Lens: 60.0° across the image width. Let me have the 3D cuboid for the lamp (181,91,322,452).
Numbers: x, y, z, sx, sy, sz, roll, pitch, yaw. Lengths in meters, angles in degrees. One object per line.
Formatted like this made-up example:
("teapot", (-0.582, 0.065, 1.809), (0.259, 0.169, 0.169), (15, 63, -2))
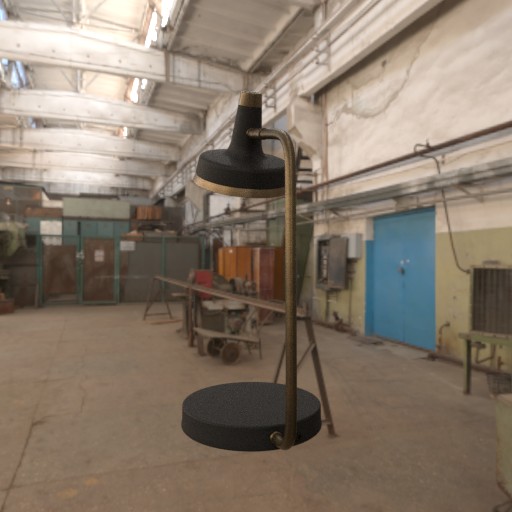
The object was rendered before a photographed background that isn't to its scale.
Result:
("lamp", (0.000, 0.000, 0.500), (0.162, 0.385, 0.218), (0, 0, -18))
